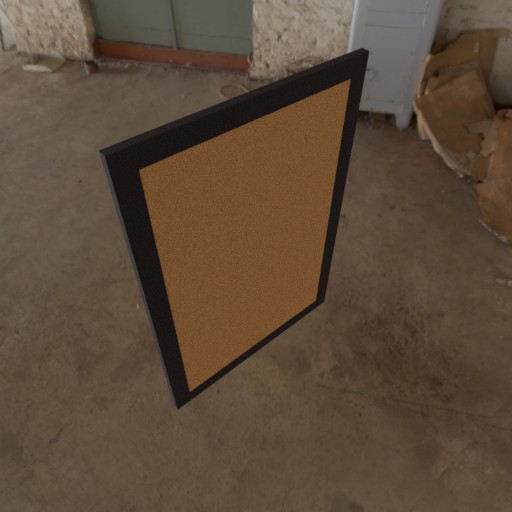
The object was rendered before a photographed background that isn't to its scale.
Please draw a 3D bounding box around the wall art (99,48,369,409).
[{"bbox_3d":[0.000,0.000,0.693,0.380,0.534,0.013,-31,54,-27],"label":"wall art"}]
